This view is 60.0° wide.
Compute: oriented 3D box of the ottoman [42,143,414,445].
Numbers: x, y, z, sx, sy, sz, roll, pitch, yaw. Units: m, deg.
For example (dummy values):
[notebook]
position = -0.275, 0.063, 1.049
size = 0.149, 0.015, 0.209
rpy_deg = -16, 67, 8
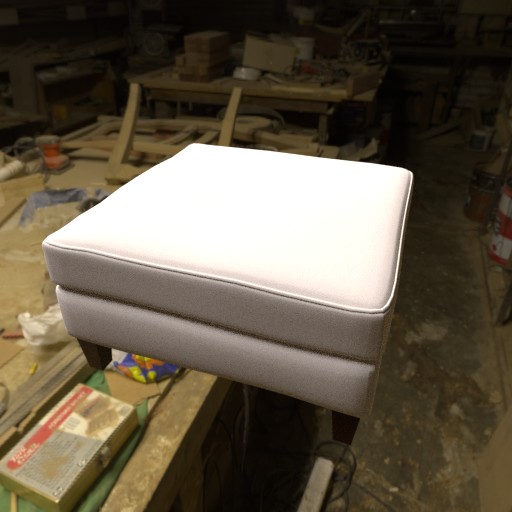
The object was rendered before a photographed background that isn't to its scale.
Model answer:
[ottoman]
position = 0.000, 0.000, 1.364
size = 0.838, 0.479, 0.838
rpy_deg = 11, 33, 17
